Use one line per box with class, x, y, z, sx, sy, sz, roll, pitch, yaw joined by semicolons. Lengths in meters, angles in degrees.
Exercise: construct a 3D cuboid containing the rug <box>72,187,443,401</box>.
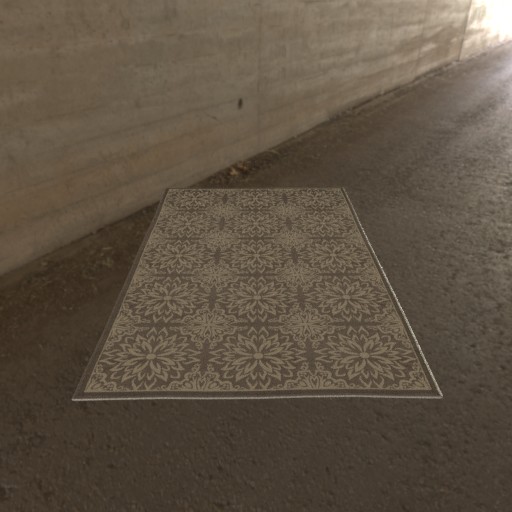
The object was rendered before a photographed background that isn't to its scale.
rug;0.000;0.000;3.347;1.819;0.018;2.746;0;31;0
